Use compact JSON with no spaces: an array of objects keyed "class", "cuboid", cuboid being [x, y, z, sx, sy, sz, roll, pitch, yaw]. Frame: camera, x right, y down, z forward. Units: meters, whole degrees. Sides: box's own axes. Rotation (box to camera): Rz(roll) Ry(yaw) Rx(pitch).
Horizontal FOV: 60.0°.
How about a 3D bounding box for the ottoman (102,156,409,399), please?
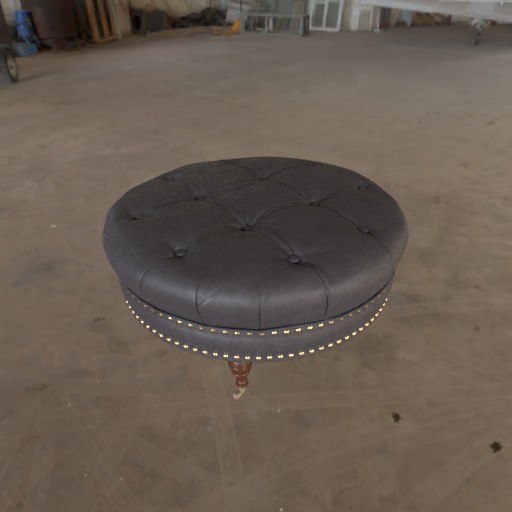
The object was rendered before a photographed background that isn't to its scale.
[{"class":"ottoman","cuboid":[0.000,0.000,1.427,0.901,0.439,0.901,0,32,0]}]
